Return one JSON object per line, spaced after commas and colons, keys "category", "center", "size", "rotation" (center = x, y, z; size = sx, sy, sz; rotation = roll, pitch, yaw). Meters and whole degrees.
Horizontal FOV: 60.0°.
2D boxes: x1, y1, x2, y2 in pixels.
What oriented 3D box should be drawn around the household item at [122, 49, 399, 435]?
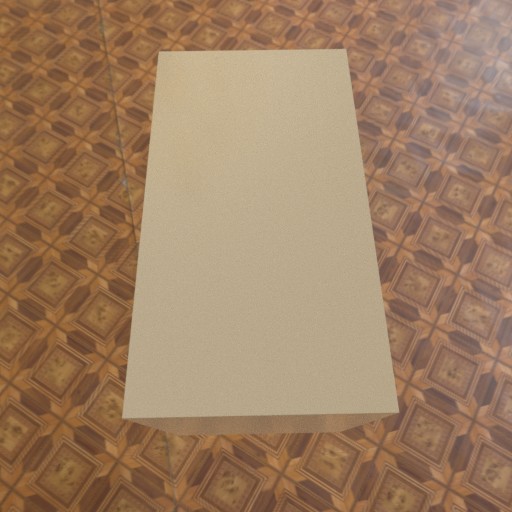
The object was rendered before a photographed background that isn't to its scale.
{"category": "household item", "center": [0.000, 0.000, 1.523], "size": [0.597, 0.749, 1.100], "rotation": [-1, 65, 0]}
